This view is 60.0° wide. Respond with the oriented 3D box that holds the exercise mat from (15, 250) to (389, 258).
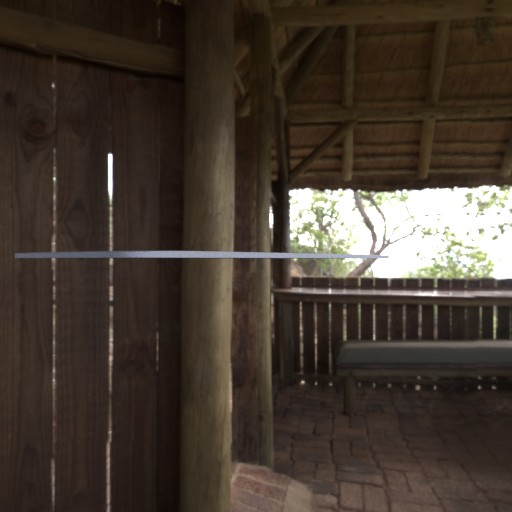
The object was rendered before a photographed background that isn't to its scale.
[{"bbox_3d":[0.000,0.000,2.015,0.616,0.021,1.884,0,0,36],"label":"exercise mat"}]
